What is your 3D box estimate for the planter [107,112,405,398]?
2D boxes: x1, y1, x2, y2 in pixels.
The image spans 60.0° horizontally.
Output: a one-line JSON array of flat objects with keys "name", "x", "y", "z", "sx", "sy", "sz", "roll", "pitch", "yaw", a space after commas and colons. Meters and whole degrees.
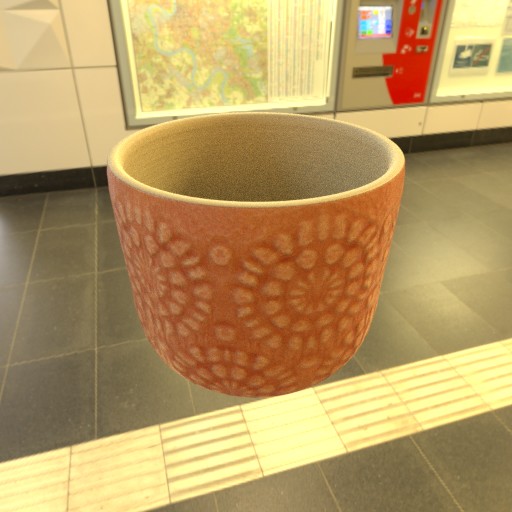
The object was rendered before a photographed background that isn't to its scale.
[{"name": "planter", "x": 0.000, "y": 0.000, "z": 0.216, "sx": 0.124, "sy": 0.109, "sz": 0.124, "roll": 0, "pitch": 31, "yaw": 0}]
